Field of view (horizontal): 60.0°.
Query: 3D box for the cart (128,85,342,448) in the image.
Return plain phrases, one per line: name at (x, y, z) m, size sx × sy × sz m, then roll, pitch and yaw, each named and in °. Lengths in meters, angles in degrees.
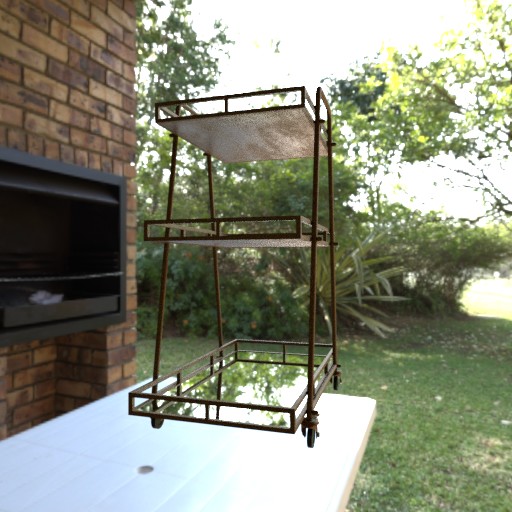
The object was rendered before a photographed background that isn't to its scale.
cart at (0.000, 0.000, 1.282) m, size 0.441 × 0.883 × 0.711 m, roll 0°, pitch -1°, yaw 17°
